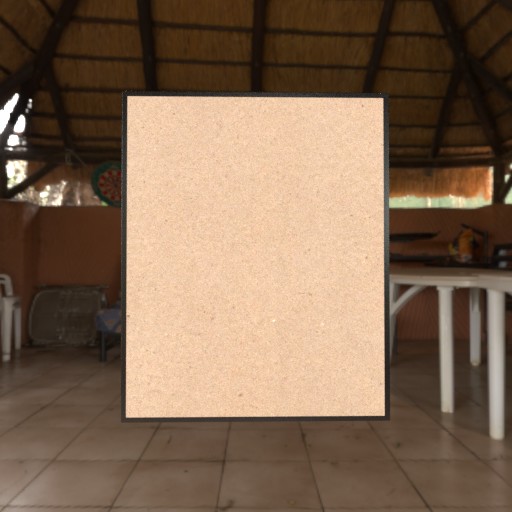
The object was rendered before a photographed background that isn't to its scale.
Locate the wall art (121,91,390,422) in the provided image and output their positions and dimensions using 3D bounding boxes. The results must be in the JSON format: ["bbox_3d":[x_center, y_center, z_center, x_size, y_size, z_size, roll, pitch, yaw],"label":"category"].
[{"bbox_3d":[0.000,0.000,0.759,0.448,0.551,0.038,0,-1,-1],"label":"wall art"}]
